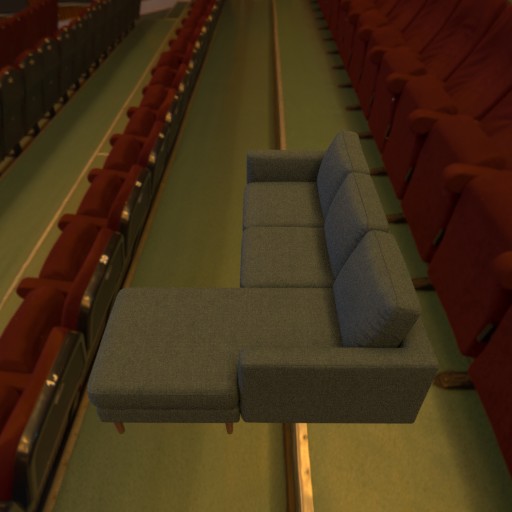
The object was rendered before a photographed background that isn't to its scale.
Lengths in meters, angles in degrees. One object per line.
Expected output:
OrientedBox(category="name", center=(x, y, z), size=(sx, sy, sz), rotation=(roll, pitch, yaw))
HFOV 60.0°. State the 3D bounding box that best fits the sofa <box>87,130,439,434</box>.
OrientedBox(category="sofa", center=(0.000, 0.000, 2.903), size=(1.667, 0.957, 2.055), rotation=(0, 41, 0))
